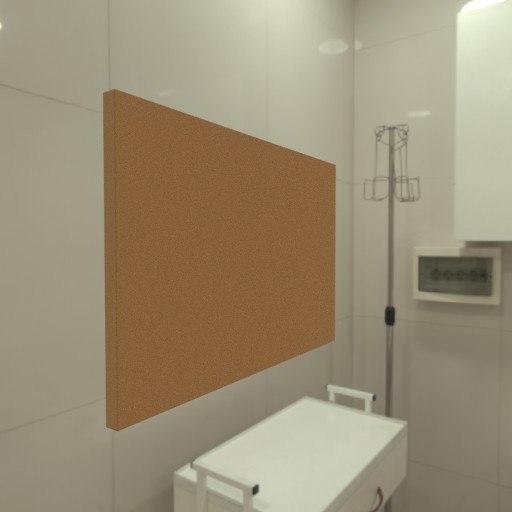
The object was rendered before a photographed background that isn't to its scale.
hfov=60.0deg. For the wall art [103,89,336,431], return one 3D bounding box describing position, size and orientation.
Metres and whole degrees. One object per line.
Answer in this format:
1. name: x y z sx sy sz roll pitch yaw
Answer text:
1. wall art: 0.000 0.000 1.171 0.033 0.608 0.915 1 2 35
